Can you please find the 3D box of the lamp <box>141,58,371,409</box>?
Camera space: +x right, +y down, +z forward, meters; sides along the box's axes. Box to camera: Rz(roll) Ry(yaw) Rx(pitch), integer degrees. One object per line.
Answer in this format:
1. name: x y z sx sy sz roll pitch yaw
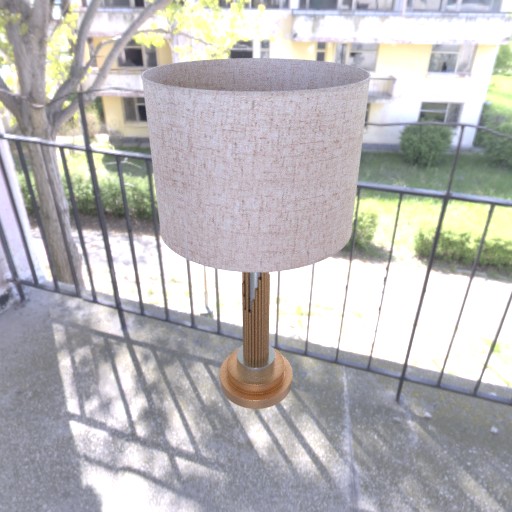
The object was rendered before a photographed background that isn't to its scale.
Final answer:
1. lamp: 0.000 0.000 0.786 0.321 0.610 0.321 10 32 16
